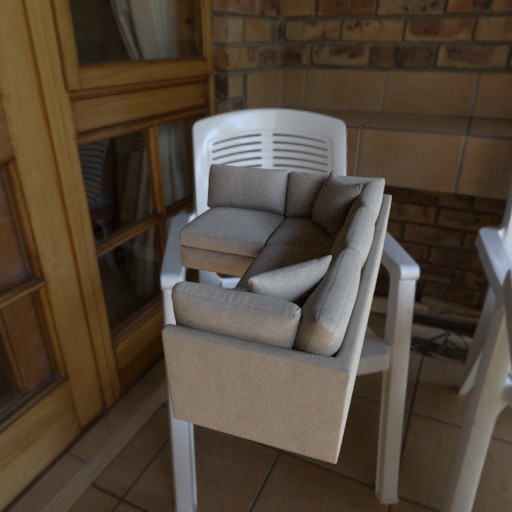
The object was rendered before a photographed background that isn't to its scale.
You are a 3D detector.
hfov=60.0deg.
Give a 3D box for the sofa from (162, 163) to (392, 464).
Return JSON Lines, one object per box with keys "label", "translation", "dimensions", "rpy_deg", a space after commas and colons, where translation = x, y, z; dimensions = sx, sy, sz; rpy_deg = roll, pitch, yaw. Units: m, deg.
{"label": "sofa", "translation": [0.000, 0.000, 3.765], "dimensions": [1.994, 0.978, 2.896], "rpy_deg": [9, 28, 17]}
